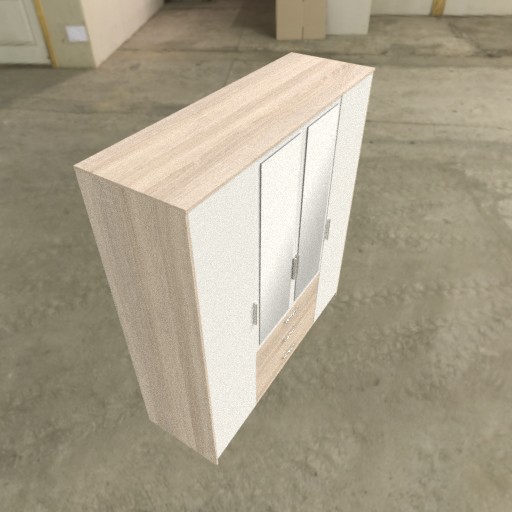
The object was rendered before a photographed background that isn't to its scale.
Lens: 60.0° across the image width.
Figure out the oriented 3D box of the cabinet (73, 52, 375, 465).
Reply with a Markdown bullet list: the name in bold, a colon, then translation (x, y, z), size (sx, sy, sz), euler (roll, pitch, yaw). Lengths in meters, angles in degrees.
- **cabinet**: translation (0.000, 0.000, 2.998), size (0.620, 2.060, 1.870), euler (23, 46, 24)
